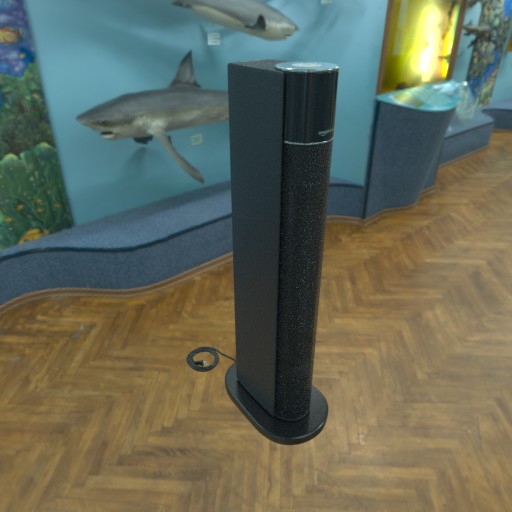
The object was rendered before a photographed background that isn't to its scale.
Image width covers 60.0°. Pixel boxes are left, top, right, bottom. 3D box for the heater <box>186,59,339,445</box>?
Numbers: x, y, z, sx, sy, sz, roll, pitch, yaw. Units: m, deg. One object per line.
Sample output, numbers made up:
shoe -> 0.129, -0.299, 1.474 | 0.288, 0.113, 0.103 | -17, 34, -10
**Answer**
heater -> 0.000, 0.000, 1.048 | 0.214, 0.856, 0.458 | -22, 37, -34
